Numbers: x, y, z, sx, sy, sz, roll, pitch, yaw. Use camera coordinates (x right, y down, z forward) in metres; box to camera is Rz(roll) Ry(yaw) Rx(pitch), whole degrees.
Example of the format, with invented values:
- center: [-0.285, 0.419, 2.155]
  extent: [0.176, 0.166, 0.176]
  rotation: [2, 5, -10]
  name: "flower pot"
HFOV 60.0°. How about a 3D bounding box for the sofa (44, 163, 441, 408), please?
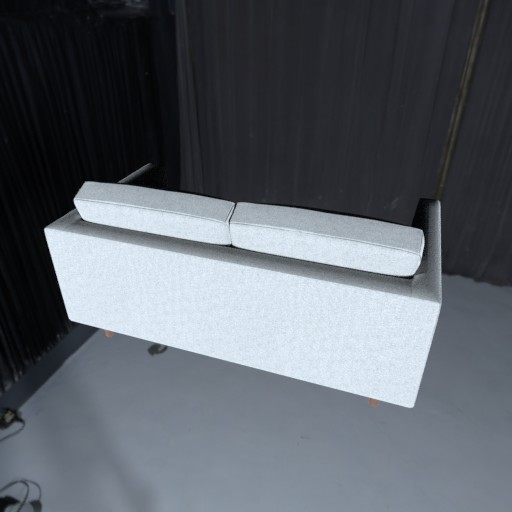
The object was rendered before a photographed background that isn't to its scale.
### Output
- center: [0.000, 0.000, 2.334]
  extent: [1.731, 0.900, 1.000]
  rotation: [10, 33, 16]
  name: "sofa"
